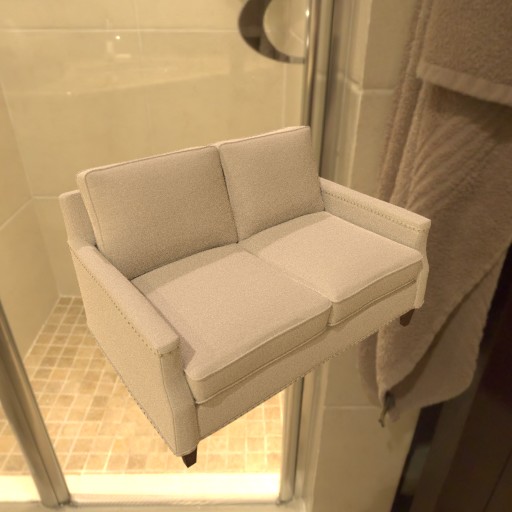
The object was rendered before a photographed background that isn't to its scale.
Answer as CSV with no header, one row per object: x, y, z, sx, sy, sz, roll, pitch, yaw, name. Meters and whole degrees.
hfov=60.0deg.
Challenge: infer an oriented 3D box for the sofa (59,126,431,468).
0.000,0.000,2.262,1.597,1.003,1.084,-22,37,-32,sofa
